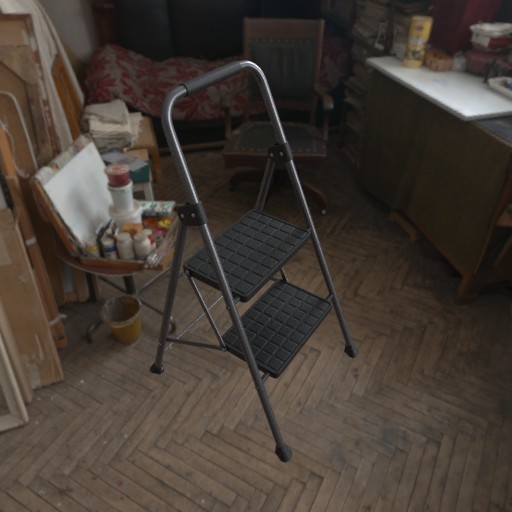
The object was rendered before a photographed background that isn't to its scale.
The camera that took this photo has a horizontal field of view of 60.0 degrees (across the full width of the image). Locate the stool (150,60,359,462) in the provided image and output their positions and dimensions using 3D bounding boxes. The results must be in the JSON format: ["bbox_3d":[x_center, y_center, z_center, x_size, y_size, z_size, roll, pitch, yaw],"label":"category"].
[{"bbox_3d":[0.000,0.000,1.134,0.514,0.872,0.450,24,46,26],"label":"stool"}]
